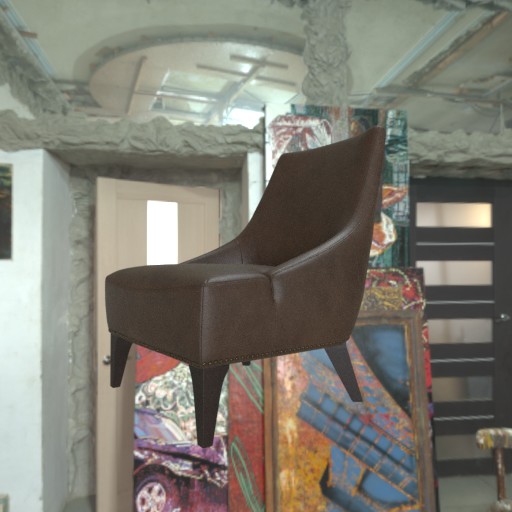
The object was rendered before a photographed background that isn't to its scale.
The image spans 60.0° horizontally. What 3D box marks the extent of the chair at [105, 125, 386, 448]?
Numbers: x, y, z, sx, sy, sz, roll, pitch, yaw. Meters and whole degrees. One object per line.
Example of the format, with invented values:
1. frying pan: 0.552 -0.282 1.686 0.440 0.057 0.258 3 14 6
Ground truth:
1. chair: 0.000 0.000 1.528 0.861 0.909 0.701 0 -1 -37
